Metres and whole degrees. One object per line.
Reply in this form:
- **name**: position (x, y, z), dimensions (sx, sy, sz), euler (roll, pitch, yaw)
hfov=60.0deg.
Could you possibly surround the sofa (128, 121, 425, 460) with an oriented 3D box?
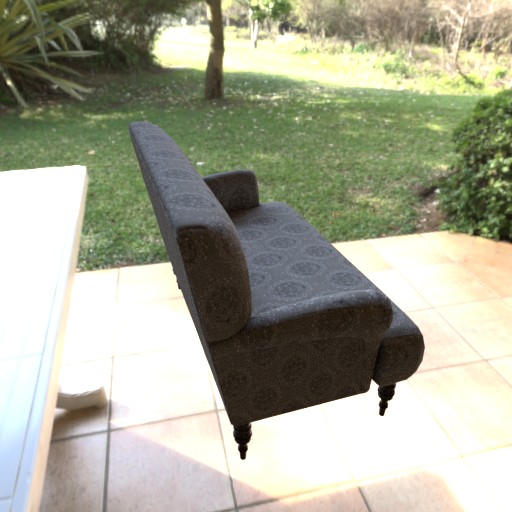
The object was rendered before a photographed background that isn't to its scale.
- **sofa**: position (0.000, 0.000, 1.776), dimensions (0.779, 0.889, 1.297), euler (-10, 31, -17)
